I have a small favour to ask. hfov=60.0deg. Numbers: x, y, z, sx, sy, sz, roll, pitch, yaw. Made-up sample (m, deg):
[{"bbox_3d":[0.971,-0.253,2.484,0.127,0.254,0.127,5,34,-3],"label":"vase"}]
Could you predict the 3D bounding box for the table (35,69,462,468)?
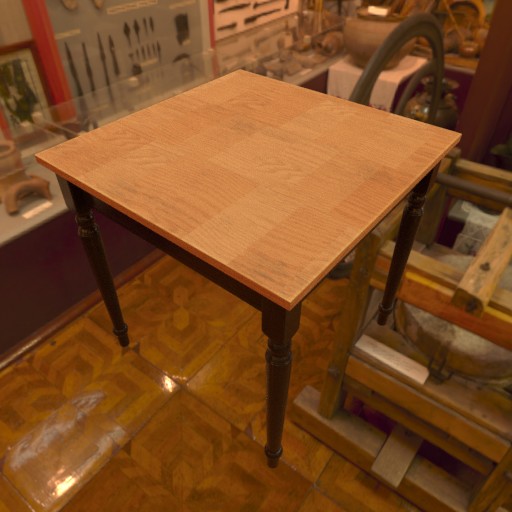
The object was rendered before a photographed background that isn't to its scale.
[{"bbox_3d":[0.000,0.000,1.334,0.747,0.738,0.747,28,49,28],"label":"table"}]
